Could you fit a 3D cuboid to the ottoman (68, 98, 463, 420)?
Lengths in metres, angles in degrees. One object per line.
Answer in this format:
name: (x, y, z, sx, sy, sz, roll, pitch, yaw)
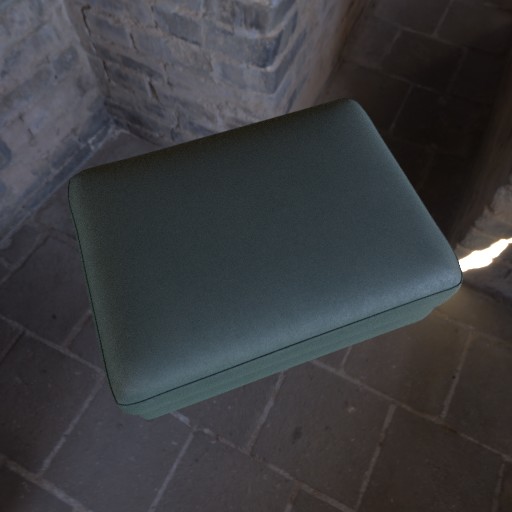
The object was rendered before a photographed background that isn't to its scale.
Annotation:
ottoman: (0.000, 0.000, 1.166, 0.811, 0.449, 0.608, -18, 65, -9)
